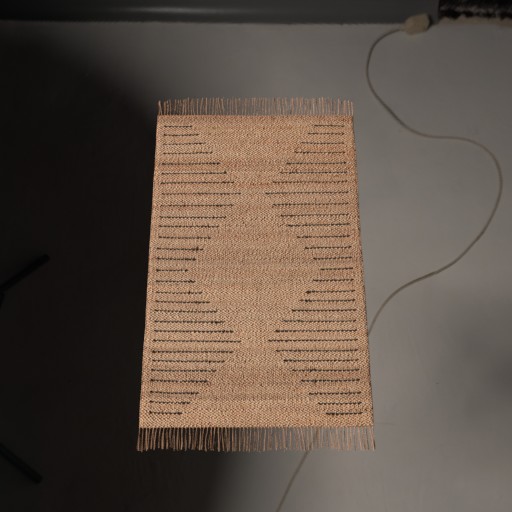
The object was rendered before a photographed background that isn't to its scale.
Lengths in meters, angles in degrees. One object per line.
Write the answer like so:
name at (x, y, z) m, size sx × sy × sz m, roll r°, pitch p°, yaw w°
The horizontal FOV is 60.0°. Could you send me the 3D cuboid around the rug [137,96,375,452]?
rug at (0.000, 0.000, 2.538) m, size 1.224 × 0.027 × 2.085 m, roll 0°, pitch 75°, yaw 0°
